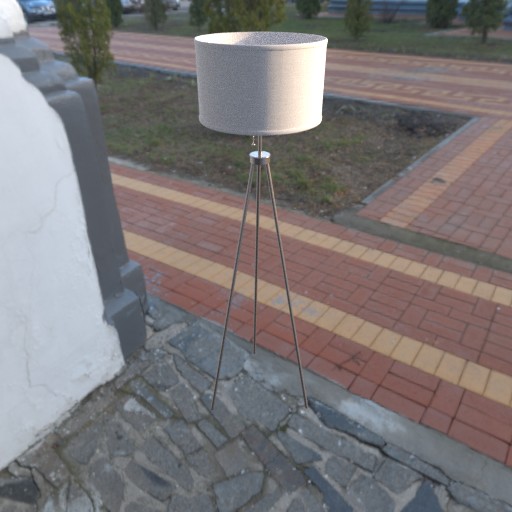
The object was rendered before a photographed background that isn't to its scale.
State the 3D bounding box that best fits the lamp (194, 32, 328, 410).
[{"bbox_3d":[0.000,0.000,1.745,0.458,1.545,0.448,-22,38,-32],"label":"lamp"}]
